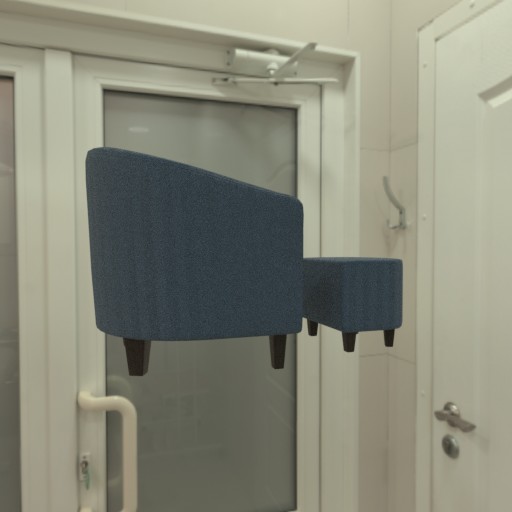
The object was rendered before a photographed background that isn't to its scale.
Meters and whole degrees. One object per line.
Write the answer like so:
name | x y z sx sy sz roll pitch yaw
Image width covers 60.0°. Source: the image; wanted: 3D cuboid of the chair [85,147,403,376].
chair | 0.000 0.000 1.799 1.288 0.757 0.756 0 2 -19
